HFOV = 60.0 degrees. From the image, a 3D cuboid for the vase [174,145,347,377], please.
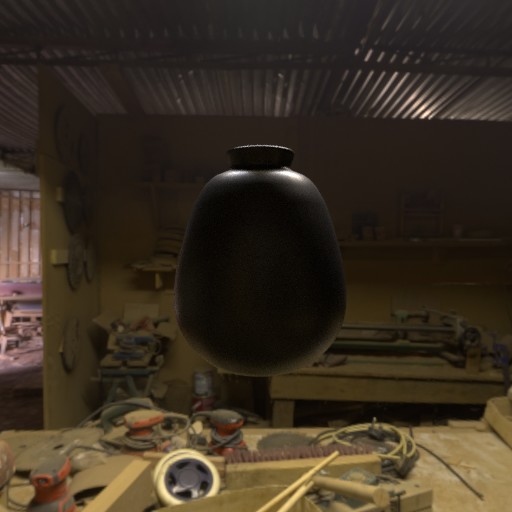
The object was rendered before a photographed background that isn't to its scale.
[{"bbox_3d":[0.000,0.000,0.354,0.097,0.122,0.297,0,1,-1],"label":"vase"}]
